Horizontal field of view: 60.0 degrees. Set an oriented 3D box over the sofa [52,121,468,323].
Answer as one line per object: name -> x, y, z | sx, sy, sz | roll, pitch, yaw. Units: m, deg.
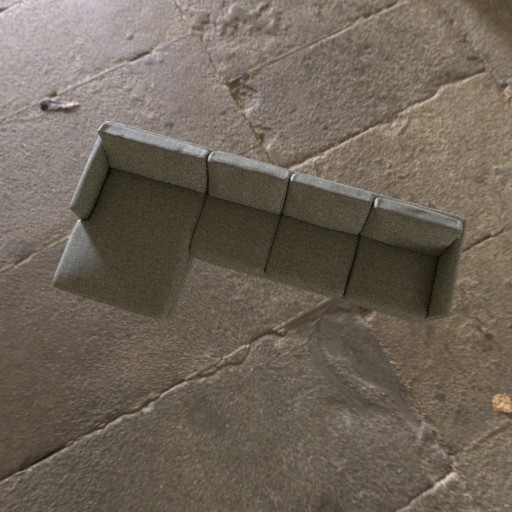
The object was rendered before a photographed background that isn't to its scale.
sofa -> 0.000, 0.000, 4.119 | 3.485, 0.960, 1.635 | 16, 77, 4
